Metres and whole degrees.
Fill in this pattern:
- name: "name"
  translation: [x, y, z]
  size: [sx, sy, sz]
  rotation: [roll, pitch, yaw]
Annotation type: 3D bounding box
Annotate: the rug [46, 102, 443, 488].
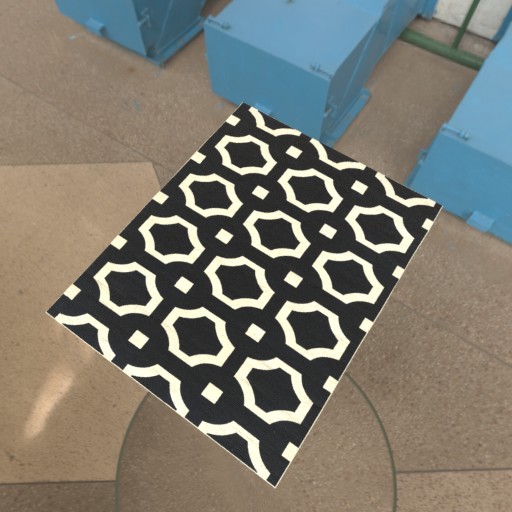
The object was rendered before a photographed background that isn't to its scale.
- name: "rug"
  translation: [0.000, 0.000, 4.200]
  size: [2.466, 0.021, 3.049]
  rotation: [32, 68, 14]
